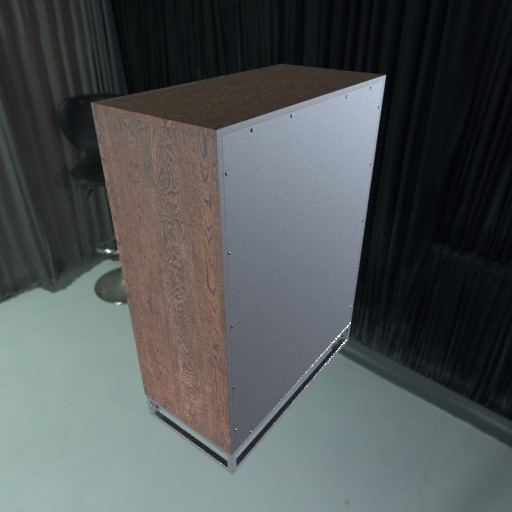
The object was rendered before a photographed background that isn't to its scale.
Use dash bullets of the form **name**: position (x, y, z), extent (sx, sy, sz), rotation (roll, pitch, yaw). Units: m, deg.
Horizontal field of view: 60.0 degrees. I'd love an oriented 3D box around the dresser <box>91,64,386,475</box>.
- **dresser**: position (0.000, 0.000, 1.819), extent (0.508, 1.321, 0.965), rotation (21, 37, 31)
